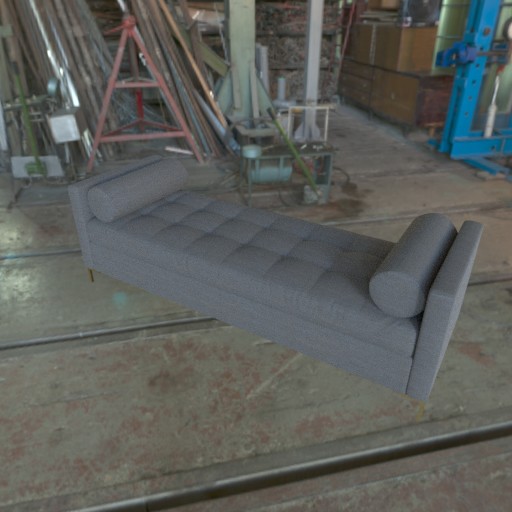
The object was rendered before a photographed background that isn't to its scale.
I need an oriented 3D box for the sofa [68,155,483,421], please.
[{"bbox_3d":[0.000,0.000,2.326,1.981,0.635,0.686,17,34,27],"label":"sofa"}]
